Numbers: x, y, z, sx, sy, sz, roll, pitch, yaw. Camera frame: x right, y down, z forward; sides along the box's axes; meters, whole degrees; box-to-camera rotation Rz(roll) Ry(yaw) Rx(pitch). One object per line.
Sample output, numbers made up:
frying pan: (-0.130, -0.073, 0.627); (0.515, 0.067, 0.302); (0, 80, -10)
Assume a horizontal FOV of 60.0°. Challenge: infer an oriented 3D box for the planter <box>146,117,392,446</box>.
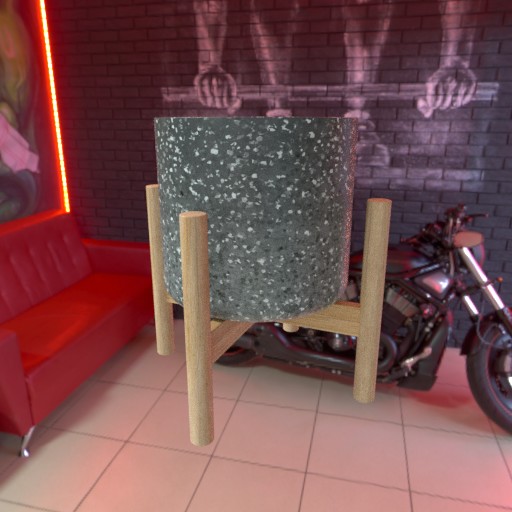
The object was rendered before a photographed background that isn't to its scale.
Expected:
planter: (0.000, 0.000, 0.539); (0.284, 0.320, 0.284); (-16, 23, -42)
